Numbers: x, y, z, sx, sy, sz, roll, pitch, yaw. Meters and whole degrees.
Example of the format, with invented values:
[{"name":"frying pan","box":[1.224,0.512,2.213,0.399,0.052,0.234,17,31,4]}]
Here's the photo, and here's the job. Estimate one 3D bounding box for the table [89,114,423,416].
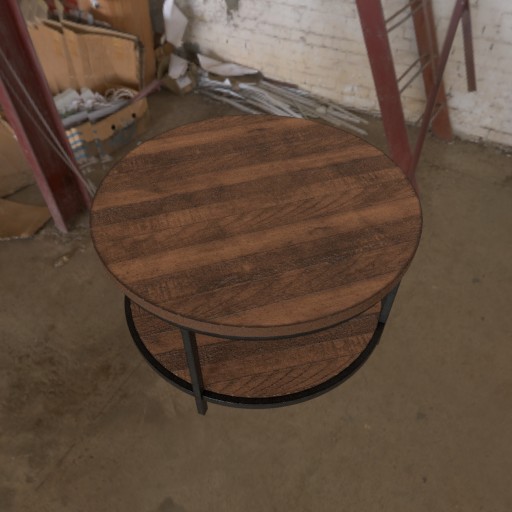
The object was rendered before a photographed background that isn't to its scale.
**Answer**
[{"name":"table","box":[0.000,0.000,1.314,0.837,0.462,0.837,0,46,0]}]
